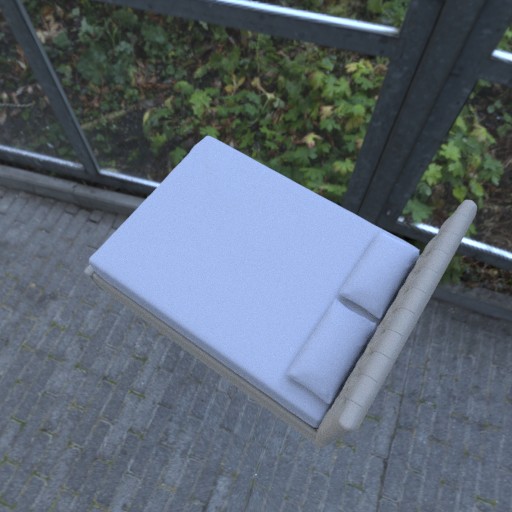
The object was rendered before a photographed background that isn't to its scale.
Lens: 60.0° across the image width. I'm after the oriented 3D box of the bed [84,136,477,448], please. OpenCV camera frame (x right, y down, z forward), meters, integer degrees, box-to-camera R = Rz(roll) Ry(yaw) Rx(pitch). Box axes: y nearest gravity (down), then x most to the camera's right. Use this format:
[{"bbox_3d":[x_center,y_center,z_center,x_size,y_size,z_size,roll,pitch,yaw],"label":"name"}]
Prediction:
[{"bbox_3d":[0.000,0.000,3.479,2.387,1.427,1.698,32,68,15],"label":"bed"}]
